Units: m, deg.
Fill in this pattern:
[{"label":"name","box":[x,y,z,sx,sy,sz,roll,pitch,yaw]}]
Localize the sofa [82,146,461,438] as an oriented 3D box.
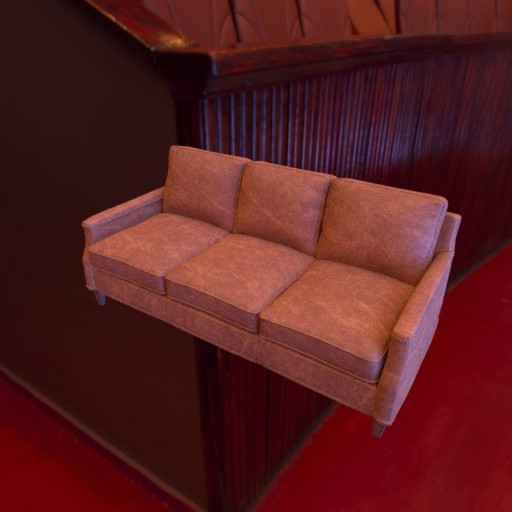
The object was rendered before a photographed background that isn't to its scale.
[{"label":"sofa","box":[0.000,0.000,2.872,2.246,1.003,1.084,18,34,29]}]
